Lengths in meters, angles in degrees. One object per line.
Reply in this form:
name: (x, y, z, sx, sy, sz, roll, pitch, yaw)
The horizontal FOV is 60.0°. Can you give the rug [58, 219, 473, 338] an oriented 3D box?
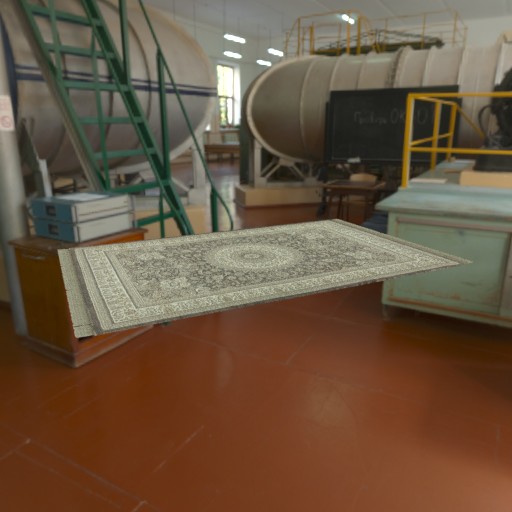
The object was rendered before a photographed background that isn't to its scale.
rug: (0.000, 0.000, 4.269, 3.422, 0.015, 2.143, -8, 18, -25)
